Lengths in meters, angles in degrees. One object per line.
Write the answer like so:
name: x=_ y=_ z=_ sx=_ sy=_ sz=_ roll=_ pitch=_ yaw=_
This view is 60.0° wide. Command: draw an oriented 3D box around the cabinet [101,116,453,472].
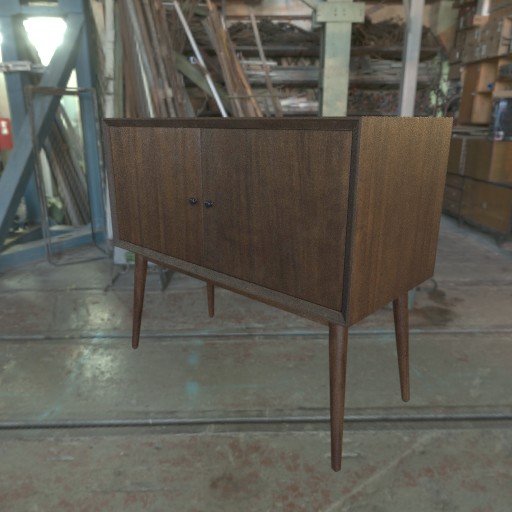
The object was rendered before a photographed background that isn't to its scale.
cabinet: x=0.000 y=0.000 z=1.097 sx=0.743 sy=0.654 sz=0.354 roll=15 pitch=23 yaw=41
